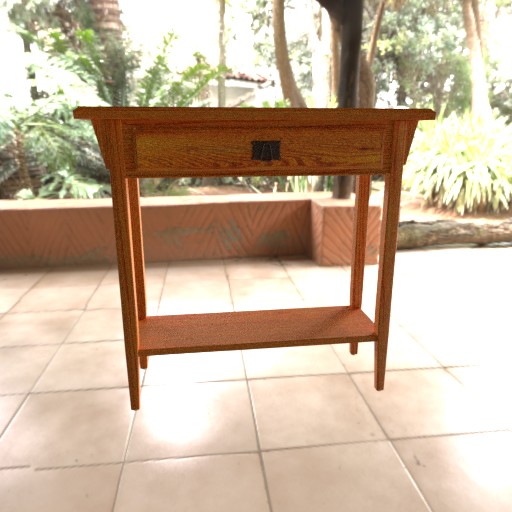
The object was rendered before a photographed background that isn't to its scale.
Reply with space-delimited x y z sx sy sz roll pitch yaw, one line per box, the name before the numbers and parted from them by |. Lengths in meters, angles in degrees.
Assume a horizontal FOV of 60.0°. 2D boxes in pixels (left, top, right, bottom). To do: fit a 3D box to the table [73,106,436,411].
table | 0.000 0.000 1.136 0.762 0.711 0.254 -2 16 -7
